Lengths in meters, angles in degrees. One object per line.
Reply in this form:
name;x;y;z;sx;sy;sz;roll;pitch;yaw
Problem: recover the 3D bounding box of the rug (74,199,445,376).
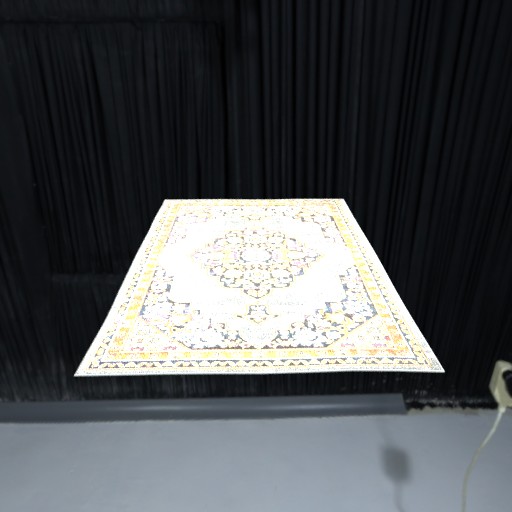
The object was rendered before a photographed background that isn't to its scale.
rug;0.000;0.000;3.731;2.043;0.026;2.901;0;26;-1
